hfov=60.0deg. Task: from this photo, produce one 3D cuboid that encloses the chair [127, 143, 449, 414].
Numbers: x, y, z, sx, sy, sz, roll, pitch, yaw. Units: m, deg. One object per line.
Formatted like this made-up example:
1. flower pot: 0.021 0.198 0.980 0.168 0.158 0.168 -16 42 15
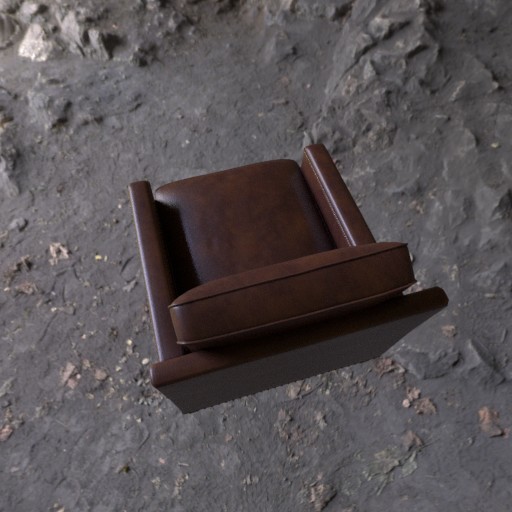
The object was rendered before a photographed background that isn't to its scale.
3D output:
1. chair: 0.000 0.000 1.719 0.853 0.929 1.014 -14 59 -9
